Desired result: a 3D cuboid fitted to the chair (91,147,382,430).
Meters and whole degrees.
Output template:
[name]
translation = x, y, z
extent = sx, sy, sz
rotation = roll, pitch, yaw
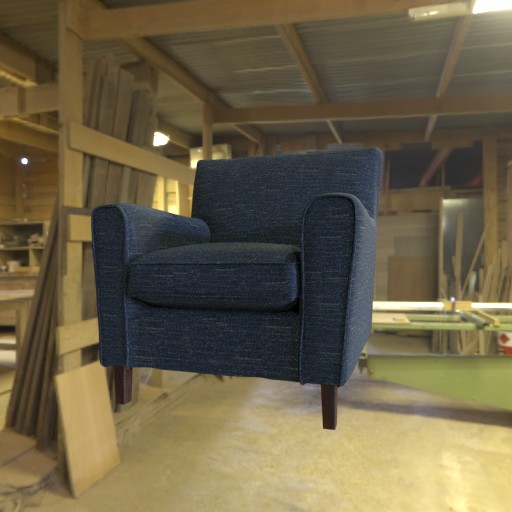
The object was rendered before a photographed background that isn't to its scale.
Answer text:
[chair]
translation = 0.000, 0.000, 1.632
extent = 0.864, 0.928, 0.873
rotation = 0, 0, 18
